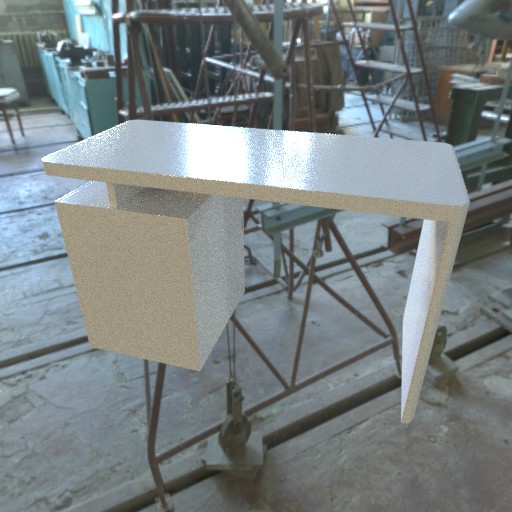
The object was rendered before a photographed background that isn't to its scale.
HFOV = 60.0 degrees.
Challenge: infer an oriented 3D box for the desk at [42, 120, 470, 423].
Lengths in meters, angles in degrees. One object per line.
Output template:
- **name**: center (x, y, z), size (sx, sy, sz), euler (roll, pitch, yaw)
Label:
- **desk**: center (0.000, 0.000, 1.585), size (1.200, 0.760, 0.550), euler (9, 31, 14)
